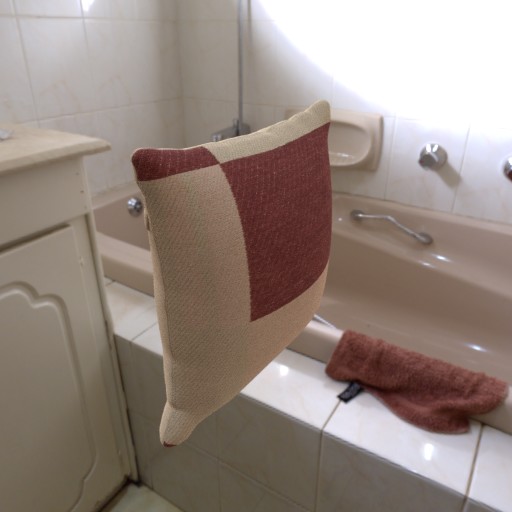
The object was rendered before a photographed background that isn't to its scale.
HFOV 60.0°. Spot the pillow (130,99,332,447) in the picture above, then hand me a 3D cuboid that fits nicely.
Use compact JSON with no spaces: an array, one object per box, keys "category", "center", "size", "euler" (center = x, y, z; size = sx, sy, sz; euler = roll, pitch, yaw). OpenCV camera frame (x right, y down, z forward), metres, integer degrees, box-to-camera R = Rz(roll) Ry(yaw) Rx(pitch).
[{"category":"pillow","center":[0.000,0.000,0.825],"size":[0.229,0.506,0.536],"euler":[17,31,31]}]
